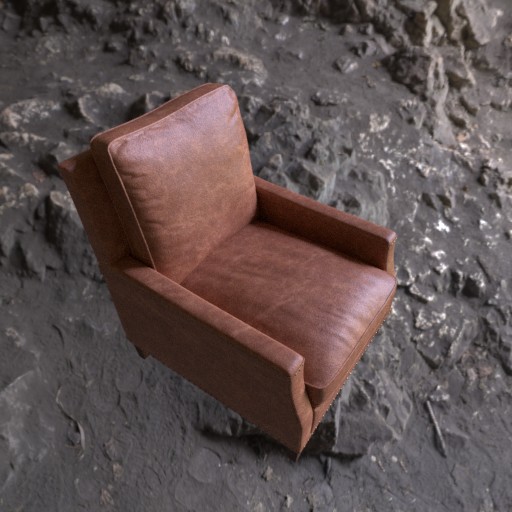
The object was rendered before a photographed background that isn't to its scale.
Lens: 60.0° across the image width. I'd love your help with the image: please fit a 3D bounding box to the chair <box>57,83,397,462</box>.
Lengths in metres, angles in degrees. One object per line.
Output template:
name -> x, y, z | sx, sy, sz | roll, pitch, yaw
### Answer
chair -> 0.000, 0.000, 1.791 | 1.035, 1.054, 0.854 | 25, 47, 26
